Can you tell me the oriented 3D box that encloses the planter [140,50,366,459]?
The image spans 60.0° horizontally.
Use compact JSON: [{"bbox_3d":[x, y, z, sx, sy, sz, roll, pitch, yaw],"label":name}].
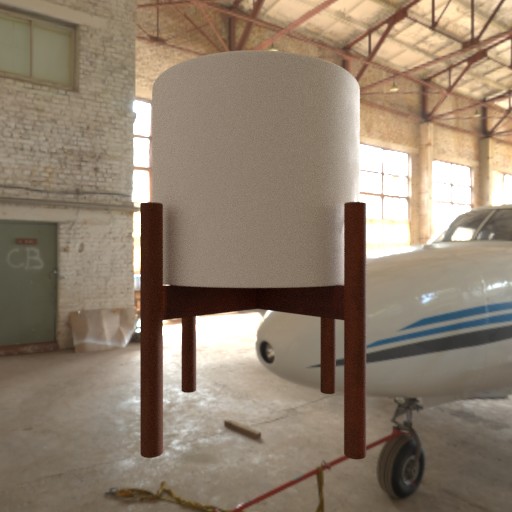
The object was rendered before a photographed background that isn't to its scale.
[{"bbox_3d":[0.000,0.000,0.492,0.224,0.358,0.224,0,0,2],"label":"planter"}]
